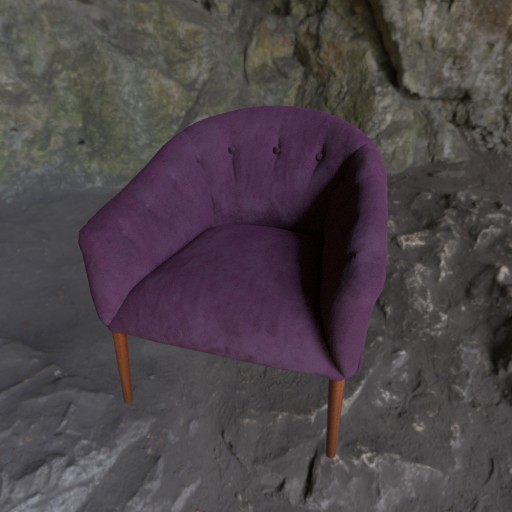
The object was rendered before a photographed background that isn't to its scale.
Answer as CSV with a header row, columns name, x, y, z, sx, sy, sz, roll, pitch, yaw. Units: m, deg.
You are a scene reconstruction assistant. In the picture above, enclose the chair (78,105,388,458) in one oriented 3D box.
name,x,y,z,sx,sy,sz,roll,pitch,yaw
chair,0.000,0.000,1.501,0.851,0.885,0.776,8,28,16
